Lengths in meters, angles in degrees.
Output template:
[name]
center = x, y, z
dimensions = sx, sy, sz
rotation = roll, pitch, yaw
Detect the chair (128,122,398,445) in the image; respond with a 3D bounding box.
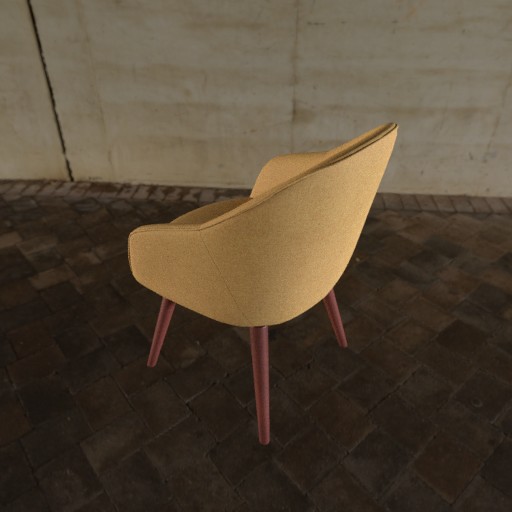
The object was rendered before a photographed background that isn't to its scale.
[chair]
center = 0.000, 0.000, 1.265
dimensions = 0.635, 0.823, 0.596
rotation = 23, 40, 30
